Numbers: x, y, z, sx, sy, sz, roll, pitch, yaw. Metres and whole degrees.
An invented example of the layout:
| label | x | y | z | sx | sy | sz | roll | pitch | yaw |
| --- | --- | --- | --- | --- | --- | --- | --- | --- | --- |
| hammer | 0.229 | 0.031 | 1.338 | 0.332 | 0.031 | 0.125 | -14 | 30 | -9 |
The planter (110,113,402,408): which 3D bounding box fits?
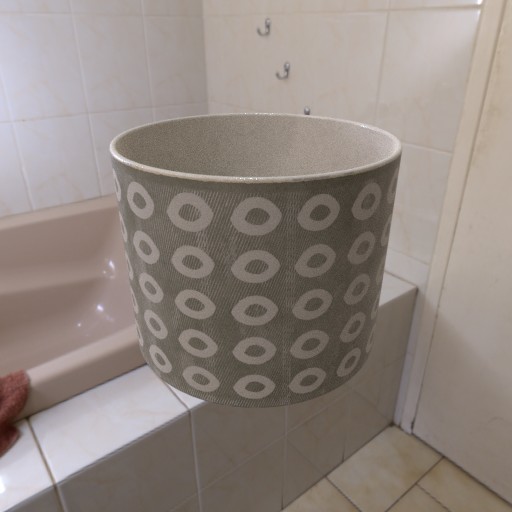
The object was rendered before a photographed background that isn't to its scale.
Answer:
| label | x | y | z | sx | sy | sz | roll | pitch | yaw |
| --- | --- | --- | --- | --- | --- | --- | --- | --- | --- |
| planter | 0.000 | 0.000 | 0.340 | 0.190 | 0.181 | 0.190 | 0 | 27 | 0 |
